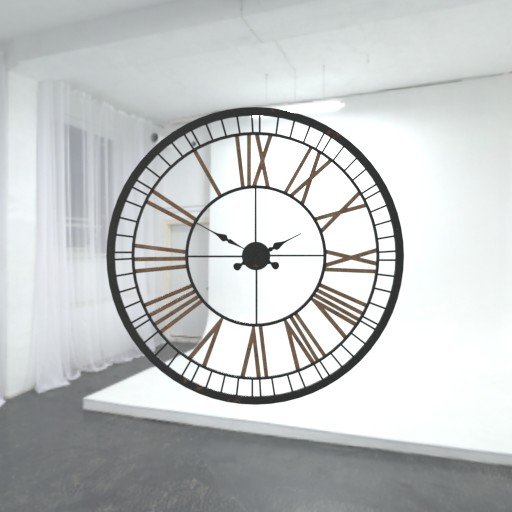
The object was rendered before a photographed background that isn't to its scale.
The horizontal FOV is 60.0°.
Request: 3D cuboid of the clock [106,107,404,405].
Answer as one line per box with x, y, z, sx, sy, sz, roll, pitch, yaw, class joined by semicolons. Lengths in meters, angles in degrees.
0.000;0.000;1.267;0.843;0.843;0.025;0;0;-1;clock
